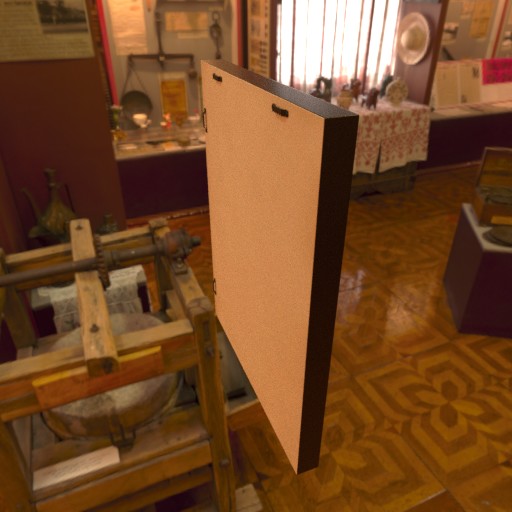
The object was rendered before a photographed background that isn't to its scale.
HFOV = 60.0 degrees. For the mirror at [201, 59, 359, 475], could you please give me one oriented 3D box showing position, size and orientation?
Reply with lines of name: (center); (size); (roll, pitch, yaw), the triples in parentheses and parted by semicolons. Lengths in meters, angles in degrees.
mirror: (0.000, 0.000, 0.680); (0.041, 0.509, 0.406); (-11, 33, -18)
